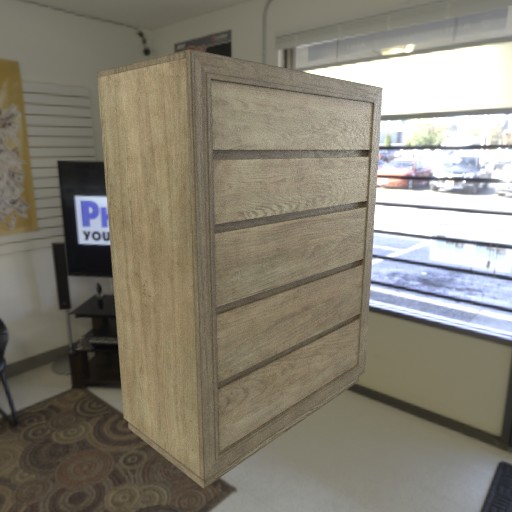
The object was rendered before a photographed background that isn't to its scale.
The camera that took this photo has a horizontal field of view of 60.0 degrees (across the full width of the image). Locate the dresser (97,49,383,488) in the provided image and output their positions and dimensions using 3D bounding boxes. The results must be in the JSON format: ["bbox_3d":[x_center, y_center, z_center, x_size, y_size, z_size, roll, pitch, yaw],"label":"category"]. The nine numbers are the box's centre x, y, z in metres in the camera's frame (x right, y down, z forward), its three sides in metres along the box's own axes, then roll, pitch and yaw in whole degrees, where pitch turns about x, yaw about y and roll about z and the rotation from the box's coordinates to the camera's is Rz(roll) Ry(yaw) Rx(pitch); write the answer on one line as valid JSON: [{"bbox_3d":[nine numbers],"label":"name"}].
[{"bbox_3d":[0.000,0.000,1.743,0.483,1.295,0.967,13,18,42],"label":"dresser"}]
